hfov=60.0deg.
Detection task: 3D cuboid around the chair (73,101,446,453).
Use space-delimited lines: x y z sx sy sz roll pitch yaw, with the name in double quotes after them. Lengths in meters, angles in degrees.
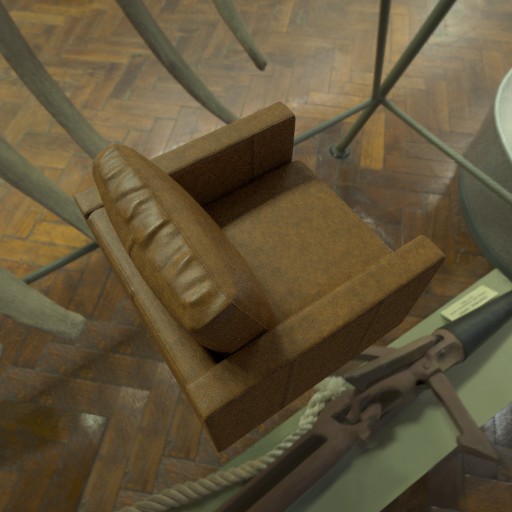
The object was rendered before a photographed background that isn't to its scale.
0.000 0.000 1.614 0.909 0.956 0.890 -30 62 -17 "chair"
